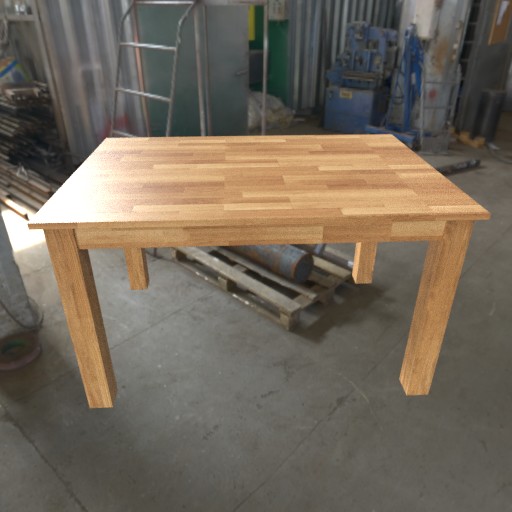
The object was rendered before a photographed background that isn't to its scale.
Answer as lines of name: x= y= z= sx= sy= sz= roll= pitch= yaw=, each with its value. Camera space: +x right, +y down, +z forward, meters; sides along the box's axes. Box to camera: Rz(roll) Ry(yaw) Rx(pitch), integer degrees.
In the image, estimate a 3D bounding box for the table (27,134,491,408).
table: x=0.000 y=0.000 z=1.815 sx=1.300 sy=0.750 sz=0.900 roll=-1 pitch=30 yaw=-3
